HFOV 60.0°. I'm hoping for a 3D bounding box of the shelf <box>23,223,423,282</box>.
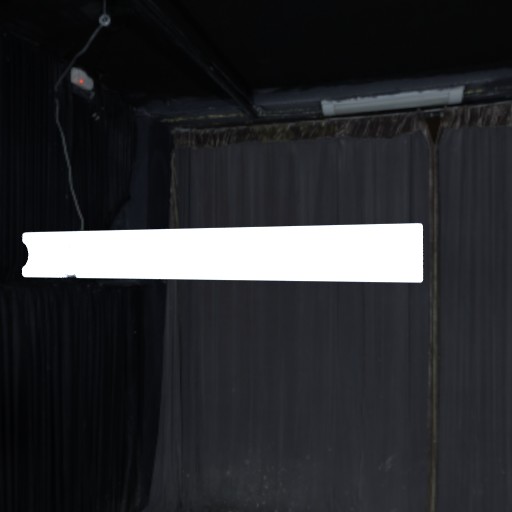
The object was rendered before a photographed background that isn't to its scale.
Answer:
[{"bbox_3d":[0.000,0.000,0.445,0.296,0.035,0.296,0,-1,17],"label":"shelf"}]
